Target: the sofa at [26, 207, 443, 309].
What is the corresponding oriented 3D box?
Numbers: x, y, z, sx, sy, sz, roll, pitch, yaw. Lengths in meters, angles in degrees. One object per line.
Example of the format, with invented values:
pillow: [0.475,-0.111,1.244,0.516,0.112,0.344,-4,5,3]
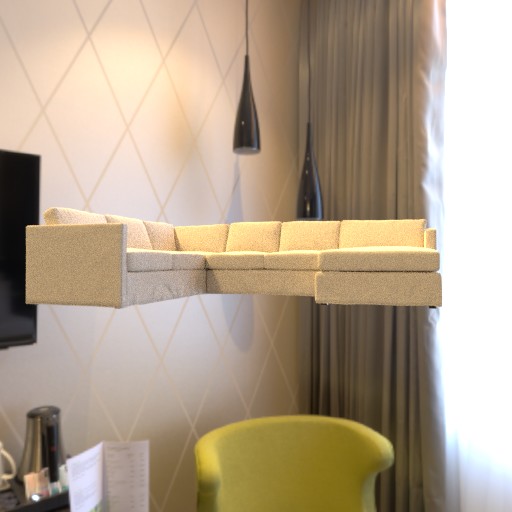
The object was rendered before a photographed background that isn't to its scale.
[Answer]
sofa: [0.000,0.000,4.454,3.460,0.882,2.427,0,-1,19]
